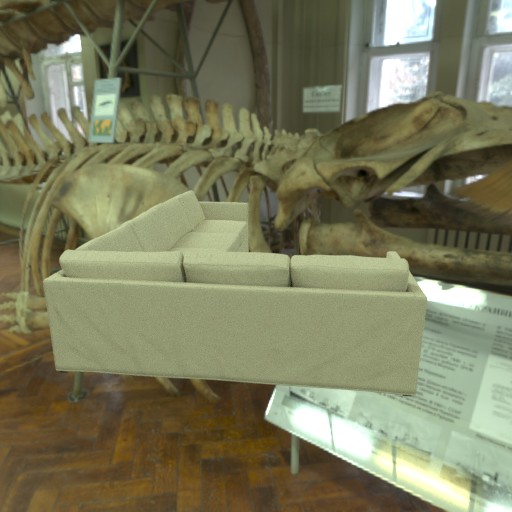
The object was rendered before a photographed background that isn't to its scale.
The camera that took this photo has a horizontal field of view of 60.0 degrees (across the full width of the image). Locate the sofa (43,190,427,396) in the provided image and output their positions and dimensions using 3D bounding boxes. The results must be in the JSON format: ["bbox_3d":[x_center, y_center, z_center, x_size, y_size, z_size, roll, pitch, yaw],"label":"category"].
[{"bbox_3d":[0.000,0.000,4.299,2.432,0.871,3.182,2,17,7],"label":"sofa"}]
